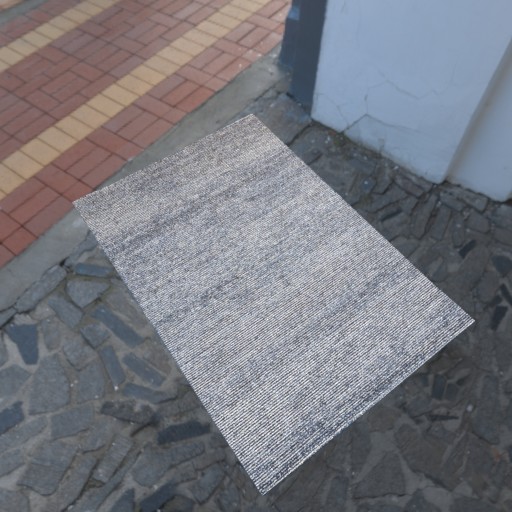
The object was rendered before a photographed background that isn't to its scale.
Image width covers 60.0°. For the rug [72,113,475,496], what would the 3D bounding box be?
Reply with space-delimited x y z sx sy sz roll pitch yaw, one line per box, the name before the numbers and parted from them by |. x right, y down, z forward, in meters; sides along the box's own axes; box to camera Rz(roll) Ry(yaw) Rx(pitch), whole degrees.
rug | 0.000 0.000 2.969 1.624 0.030 2.349 -31 63 -18
